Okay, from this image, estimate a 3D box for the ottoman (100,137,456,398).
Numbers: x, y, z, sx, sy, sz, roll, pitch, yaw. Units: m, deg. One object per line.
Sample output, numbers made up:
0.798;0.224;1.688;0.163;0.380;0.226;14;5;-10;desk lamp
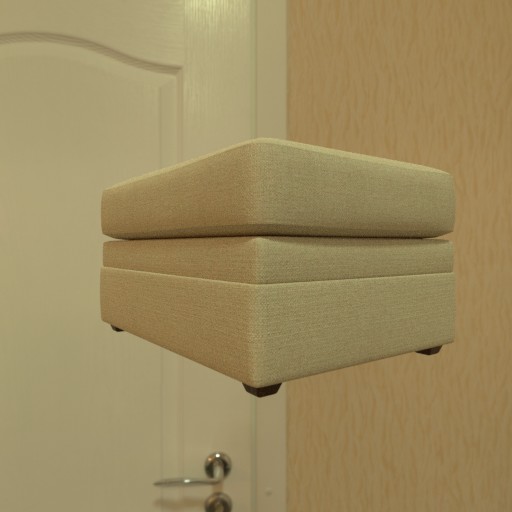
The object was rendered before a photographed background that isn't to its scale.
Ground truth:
0.000;0.000;1.247;0.637;0.478;0.885;-1;2;-36;ottoman
